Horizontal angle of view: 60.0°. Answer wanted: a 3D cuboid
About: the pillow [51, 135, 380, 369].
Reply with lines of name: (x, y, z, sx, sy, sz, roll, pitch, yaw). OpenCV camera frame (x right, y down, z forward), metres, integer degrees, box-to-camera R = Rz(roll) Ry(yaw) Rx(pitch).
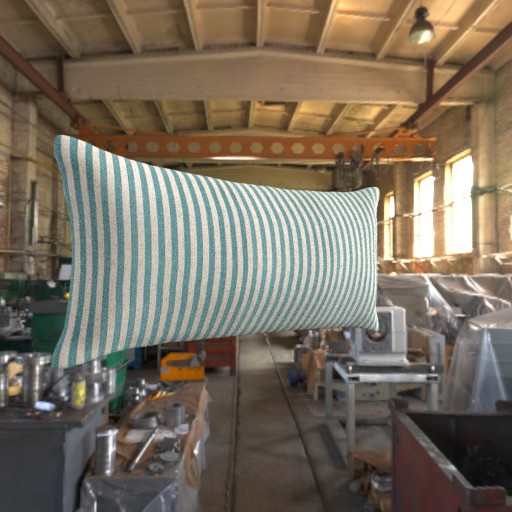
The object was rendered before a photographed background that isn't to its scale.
pillow: (0.000, 0.000, 0.727, 0.617, 0.295, 0.151, 2, -3, -35)
